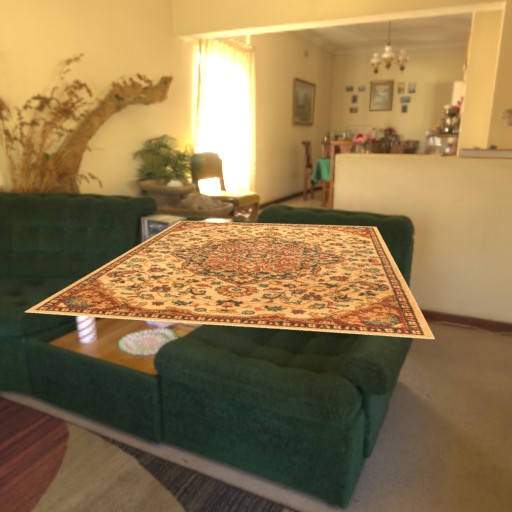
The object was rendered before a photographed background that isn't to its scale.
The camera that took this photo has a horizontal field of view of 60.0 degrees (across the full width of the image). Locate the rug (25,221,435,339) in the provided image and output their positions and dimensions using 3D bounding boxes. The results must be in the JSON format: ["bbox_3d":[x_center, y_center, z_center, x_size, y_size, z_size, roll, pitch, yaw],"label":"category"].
[{"bbox_3d":[0.000,0.000,4.053,2.454,0.005,3.067,2,16,9],"label":"rug"}]
